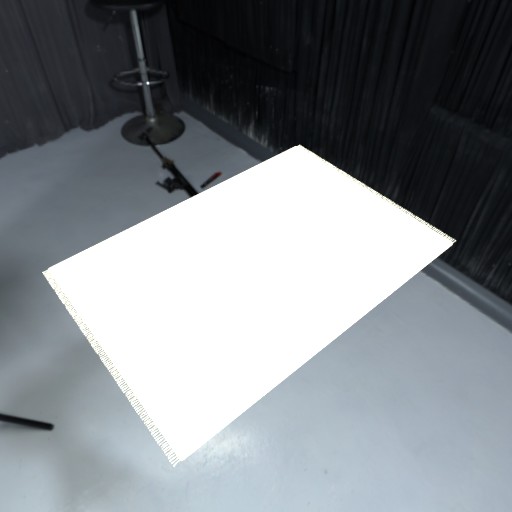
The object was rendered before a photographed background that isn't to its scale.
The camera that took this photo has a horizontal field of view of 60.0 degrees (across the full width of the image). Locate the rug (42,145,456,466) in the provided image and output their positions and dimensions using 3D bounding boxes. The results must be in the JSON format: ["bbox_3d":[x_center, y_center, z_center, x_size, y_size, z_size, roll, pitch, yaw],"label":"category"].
[{"bbox_3d":[0.000,0.000,2.871,2.233,0.011,1.514,-31,54,-26],"label":"rug"}]
